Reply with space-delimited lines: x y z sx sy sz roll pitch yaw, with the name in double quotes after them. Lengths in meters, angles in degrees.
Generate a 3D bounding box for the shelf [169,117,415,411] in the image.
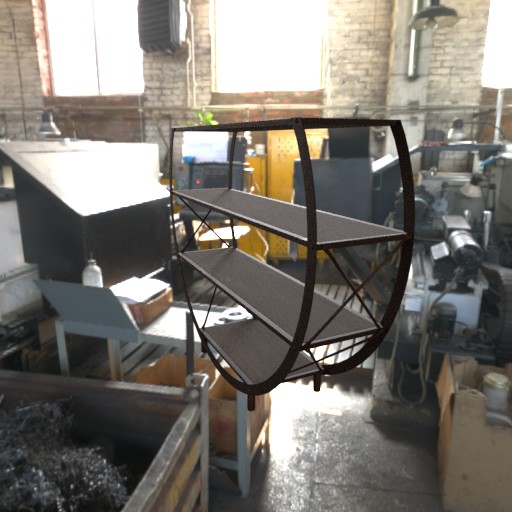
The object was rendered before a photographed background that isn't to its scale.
0.000 0.000 1.873 0.344 1.063 1.403 -7 16 -25 "shelf"
